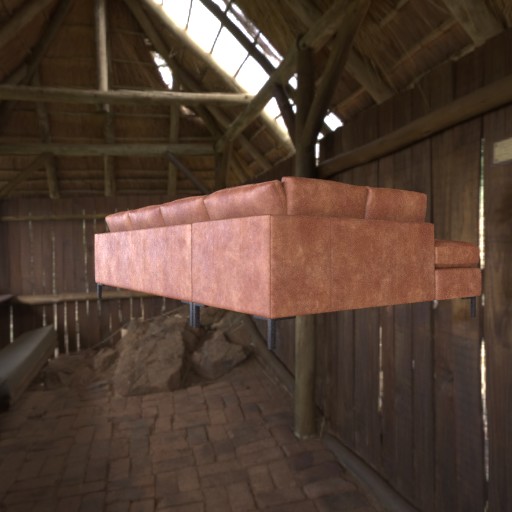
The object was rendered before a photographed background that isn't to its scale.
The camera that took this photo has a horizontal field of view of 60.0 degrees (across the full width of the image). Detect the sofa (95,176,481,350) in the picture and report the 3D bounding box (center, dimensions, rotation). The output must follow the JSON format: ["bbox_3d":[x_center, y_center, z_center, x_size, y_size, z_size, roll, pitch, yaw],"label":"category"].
[{"bbox_3d":[0.000,0.000,3.877,1.938,0.877,2.984,0,1,-36],"label":"sofa"}]
